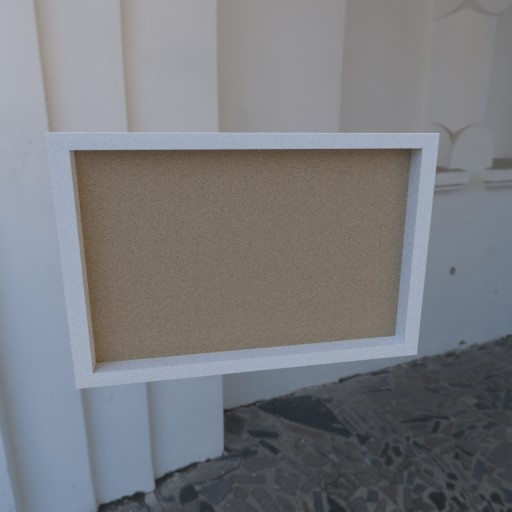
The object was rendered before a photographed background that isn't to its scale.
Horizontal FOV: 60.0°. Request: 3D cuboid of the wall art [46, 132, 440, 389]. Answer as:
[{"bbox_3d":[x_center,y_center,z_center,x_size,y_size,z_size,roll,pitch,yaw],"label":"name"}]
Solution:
[{"bbox_3d":[0.000,0.000,0.475,0.384,0.254,0.039,-3,15,-10],"label":"wall art"}]
